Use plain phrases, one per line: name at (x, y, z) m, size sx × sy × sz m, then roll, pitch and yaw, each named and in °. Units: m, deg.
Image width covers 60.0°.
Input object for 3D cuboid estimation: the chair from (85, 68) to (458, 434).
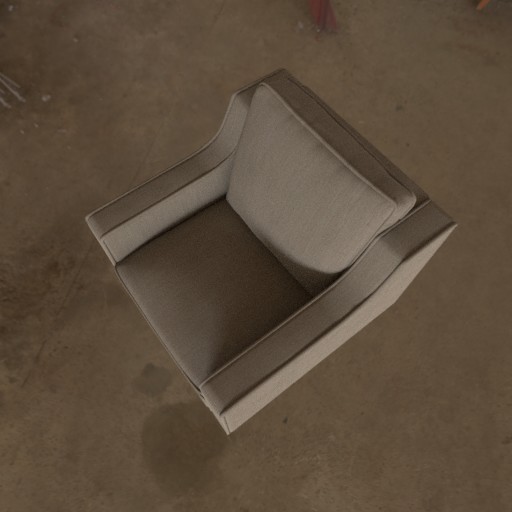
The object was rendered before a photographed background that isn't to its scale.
chair at (0.000, 0.000, 1.651) m, size 0.909 × 0.960 × 0.831 m, roll -34°, pitch 68°, yaw -16°
